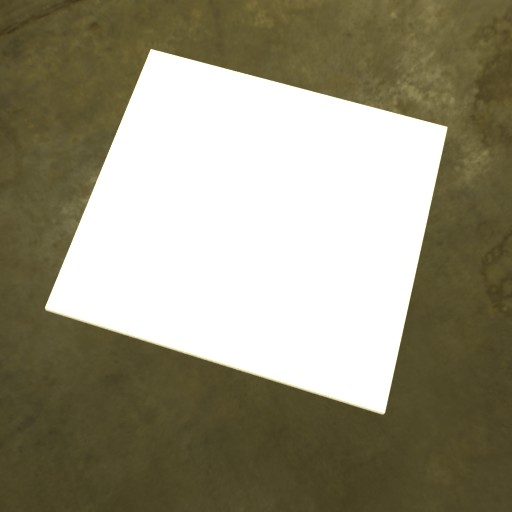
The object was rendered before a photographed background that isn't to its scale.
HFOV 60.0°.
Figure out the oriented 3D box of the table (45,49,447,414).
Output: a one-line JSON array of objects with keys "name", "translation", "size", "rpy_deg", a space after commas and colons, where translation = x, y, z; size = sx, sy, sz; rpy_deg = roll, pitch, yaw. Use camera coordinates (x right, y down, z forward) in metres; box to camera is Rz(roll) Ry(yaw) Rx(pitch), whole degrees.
[{"name": "table", "translation": [0.000, 0.000, 0.786], "size": [0.420, 0.460, 0.380], "rpy_deg": [16, 77, 4]}]
